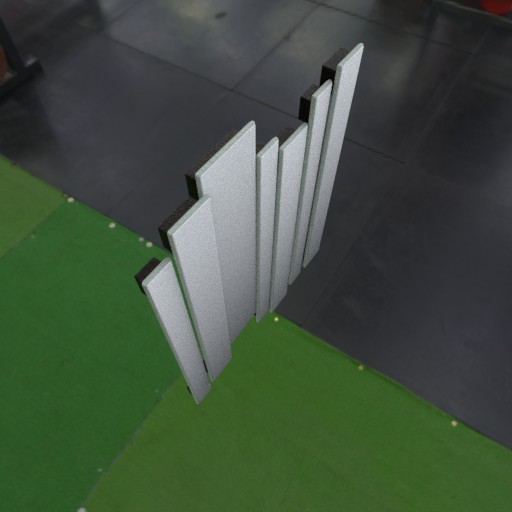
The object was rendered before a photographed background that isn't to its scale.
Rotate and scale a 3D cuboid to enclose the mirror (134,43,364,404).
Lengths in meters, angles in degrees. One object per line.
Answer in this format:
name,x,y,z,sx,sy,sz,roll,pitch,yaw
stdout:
mirror,0.000,0.000,0.786,0.058,0.611,0.445,31,63,18
